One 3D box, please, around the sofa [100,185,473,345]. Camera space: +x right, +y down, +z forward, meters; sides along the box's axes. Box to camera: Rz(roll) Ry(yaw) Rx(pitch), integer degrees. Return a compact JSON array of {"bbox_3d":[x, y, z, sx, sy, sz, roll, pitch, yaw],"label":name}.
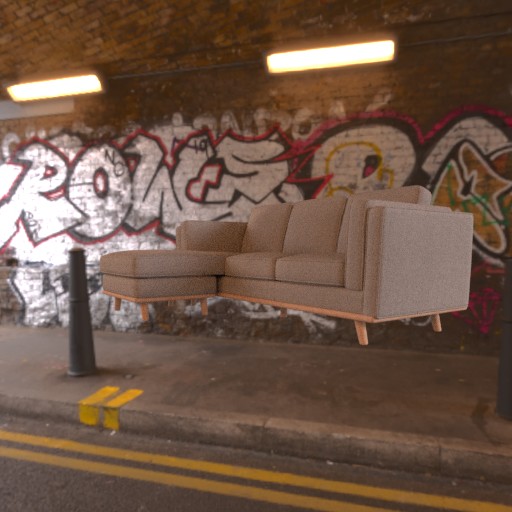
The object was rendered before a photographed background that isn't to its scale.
[{"bbox_3d":[0.000,0.000,3.203,1.604,0.929,2.411,-1,1,-35],"label":"sofa"}]
